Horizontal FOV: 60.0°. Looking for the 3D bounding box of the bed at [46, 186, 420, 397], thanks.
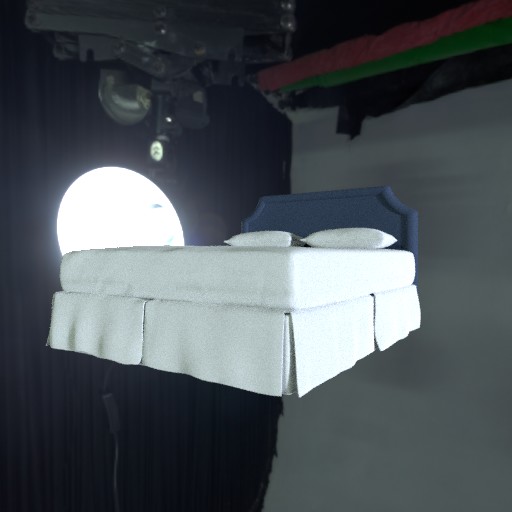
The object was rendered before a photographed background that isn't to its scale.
[{"bbox_3d":[0.000,0.000,4.063,2.350,1.488,2.773,0,0,34],"label":"bed"}]
